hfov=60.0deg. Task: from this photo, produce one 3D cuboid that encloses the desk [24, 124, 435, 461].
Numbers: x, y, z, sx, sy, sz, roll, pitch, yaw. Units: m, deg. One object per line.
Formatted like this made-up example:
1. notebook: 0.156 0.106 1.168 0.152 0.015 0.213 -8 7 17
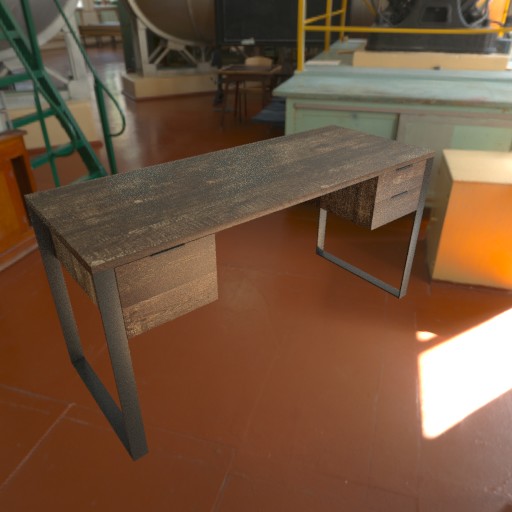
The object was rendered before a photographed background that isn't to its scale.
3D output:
1. desk: 0.000 0.000 1.897 1.524 0.762 0.599 -22 37 -33
